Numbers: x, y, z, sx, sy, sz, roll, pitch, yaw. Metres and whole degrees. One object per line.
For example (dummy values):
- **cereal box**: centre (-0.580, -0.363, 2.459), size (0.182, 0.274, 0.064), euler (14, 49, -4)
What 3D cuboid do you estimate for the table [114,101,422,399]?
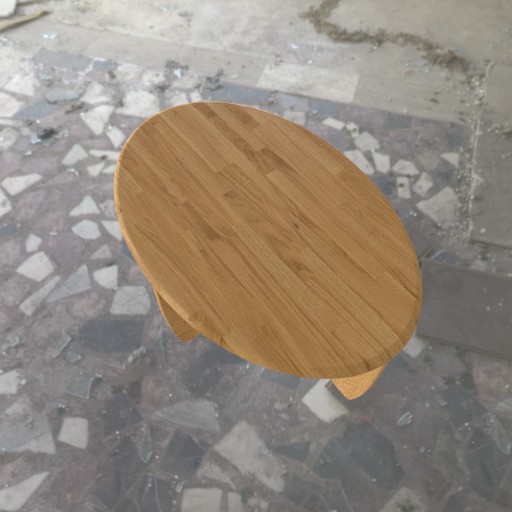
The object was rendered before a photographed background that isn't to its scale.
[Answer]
- **table**: centre (0.000, 0.000, 1.426), size (0.690, 0.490, 1.040), euler (-34, 64, -19)
